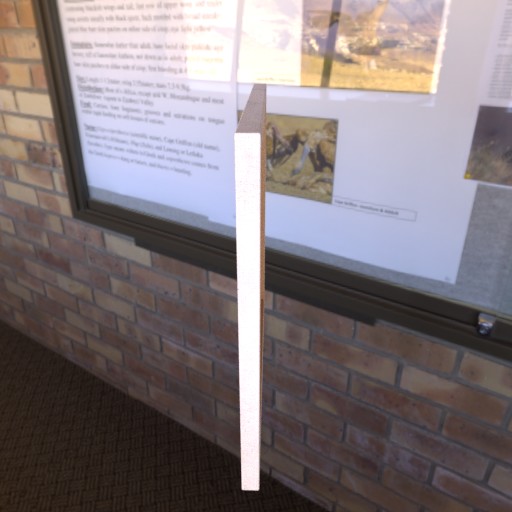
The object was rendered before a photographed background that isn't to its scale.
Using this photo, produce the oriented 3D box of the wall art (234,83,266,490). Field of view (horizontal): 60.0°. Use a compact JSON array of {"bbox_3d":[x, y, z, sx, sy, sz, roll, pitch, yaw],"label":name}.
[{"bbox_3d":[0.000,0.000,1.137,0.038,0.762,0.762,1,26,2],"label":"wall art"}]
